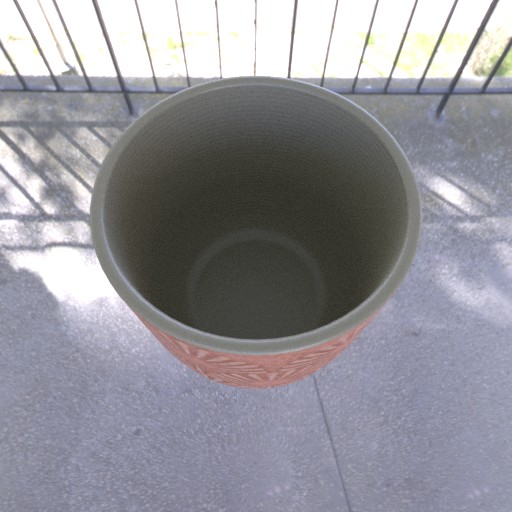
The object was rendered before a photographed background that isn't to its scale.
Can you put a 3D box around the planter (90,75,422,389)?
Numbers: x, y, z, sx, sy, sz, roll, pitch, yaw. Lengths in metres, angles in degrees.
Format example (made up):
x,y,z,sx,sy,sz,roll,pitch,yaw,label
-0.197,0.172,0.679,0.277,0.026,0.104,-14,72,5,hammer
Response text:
x,y,z,sx,sy,sz,roll,pitch,yaw,label
0.000,0.000,0.215,0.124,0.109,0.124,0,63,0,planter
